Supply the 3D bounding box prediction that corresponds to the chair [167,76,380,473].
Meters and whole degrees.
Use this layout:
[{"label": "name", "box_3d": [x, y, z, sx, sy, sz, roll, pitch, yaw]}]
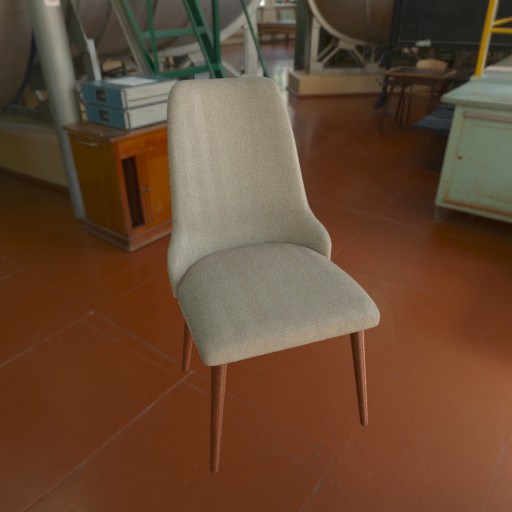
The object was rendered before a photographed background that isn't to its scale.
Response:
[{"label": "chair", "box_3d": [0.000, 0.000, 1.336, 0.526, 0.917, 0.684, -10, 32, -16]}]
